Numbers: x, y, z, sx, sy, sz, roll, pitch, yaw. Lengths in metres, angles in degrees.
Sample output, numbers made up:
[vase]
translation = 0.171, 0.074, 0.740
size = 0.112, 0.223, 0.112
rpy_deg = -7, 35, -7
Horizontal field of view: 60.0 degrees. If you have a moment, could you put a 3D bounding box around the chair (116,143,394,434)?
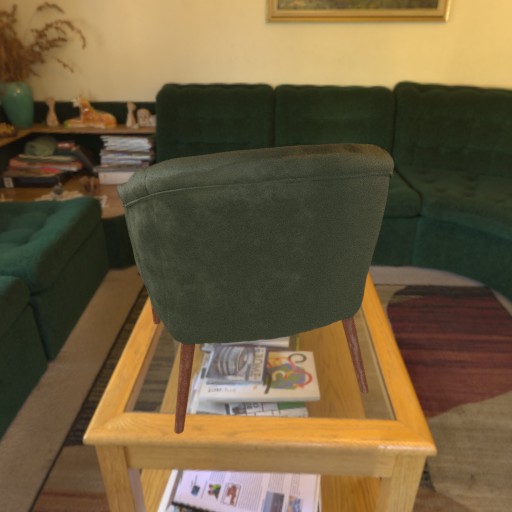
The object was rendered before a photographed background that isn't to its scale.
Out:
[chair]
translation = 0.000, 0.000, 1.477
size = 0.851, 0.885, 0.776
rpy_deg = -7, 28, -14
